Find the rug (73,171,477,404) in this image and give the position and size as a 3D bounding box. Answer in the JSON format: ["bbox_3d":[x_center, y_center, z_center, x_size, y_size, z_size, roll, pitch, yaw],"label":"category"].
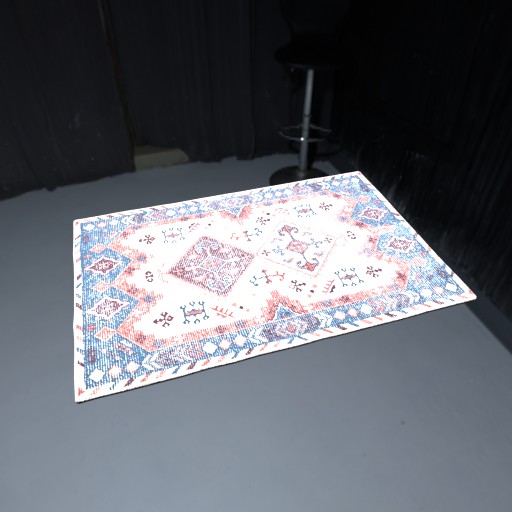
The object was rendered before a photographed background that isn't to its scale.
[{"bbox_3d":[0.000,0.000,2.338,1.840,0.015,1.225,-12,43,-13],"label":"rug"}]
